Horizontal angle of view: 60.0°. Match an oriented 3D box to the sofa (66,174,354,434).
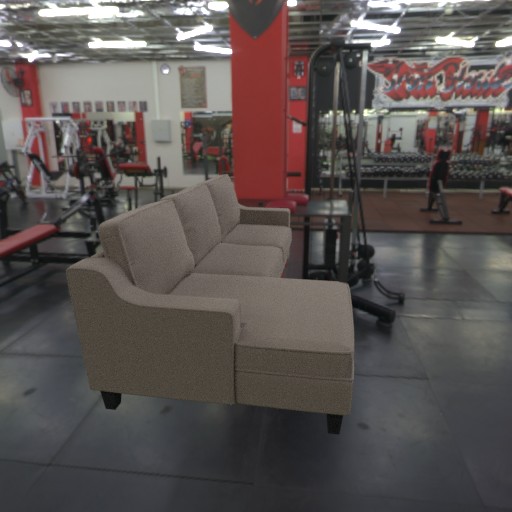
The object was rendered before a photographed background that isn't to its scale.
[{"bbox_3d":[0.000,0.000,3.141,1.294,0.928,2.561,3,16,9],"label":"sofa"}]
